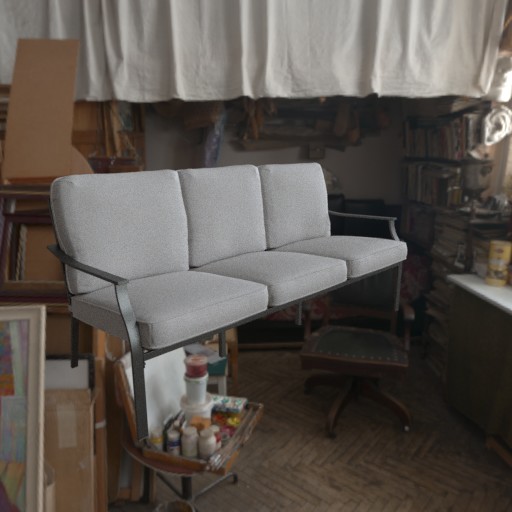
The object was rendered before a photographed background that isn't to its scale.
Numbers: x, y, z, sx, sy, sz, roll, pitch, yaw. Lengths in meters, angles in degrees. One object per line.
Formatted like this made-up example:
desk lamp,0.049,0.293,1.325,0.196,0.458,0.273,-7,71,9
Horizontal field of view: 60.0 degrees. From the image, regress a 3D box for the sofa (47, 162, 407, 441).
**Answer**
sofa,0.000,0.000,2.207,1.740,0.860,0.787,-14,20,-42
